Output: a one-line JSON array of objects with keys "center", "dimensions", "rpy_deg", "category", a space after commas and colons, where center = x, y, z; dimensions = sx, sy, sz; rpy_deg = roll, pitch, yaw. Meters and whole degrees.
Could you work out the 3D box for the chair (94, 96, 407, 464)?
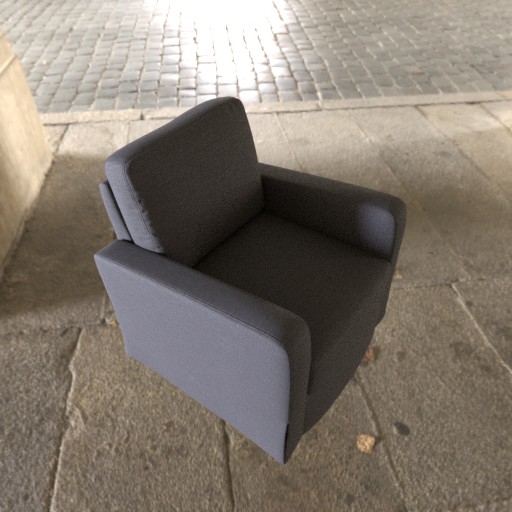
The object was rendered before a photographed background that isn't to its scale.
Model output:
[{"center": [0.000, 0.000, 1.572], "dimensions": [0.863, 0.855, 0.798], "rpy_deg": [26, 48, 26], "category": "chair"}]
